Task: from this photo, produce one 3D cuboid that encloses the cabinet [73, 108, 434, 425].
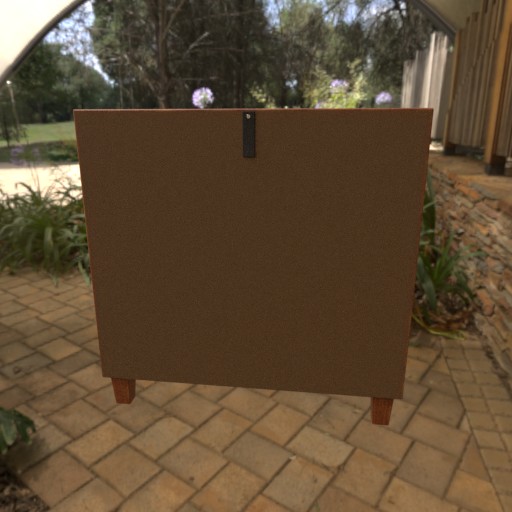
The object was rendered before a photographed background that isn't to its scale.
[{"bbox_3d":[0.000,0.000,1.267,0.796,0.785,0.412,2,16,7],"label":"cabinet"}]
